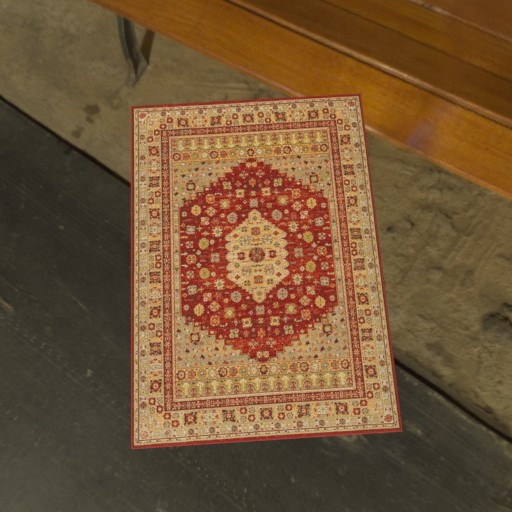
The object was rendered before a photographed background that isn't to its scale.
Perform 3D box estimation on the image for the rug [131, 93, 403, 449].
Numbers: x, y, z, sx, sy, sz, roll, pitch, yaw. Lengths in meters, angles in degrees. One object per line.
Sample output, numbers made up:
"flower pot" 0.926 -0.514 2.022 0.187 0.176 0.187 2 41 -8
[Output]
"rug" 0.000 0.000 2.832 1.593 0.013 2.211 -3 78 -1
